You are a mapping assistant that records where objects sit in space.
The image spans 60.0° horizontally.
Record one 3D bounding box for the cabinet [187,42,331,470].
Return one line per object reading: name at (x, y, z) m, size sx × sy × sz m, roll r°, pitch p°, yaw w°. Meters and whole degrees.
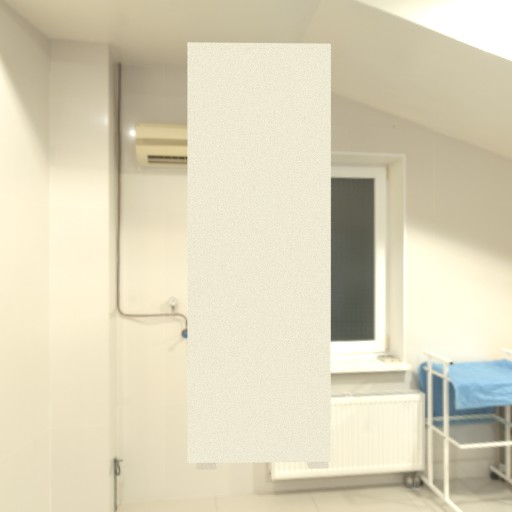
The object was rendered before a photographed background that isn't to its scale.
cabinet at (0.000, 0.000, 1.737) m, size 0.400 × 1.190 × 1.000 m, roll 0°, pitch 0°, yaw -1°
